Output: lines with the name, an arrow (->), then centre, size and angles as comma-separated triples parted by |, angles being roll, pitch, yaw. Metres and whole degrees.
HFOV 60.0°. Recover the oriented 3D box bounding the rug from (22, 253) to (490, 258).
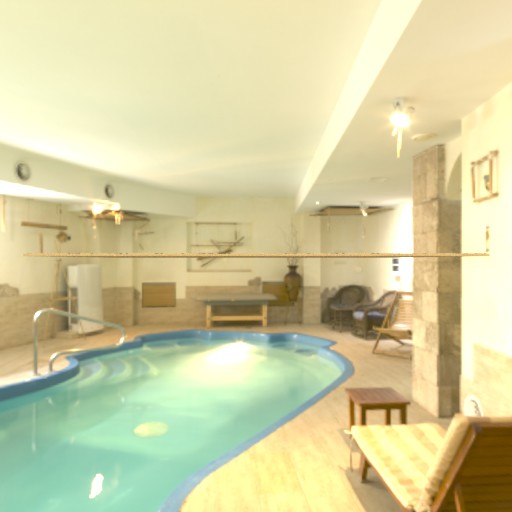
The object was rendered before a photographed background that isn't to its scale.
rug -> 0.000, 0.000, 3.507 | 2.746, 0.018, 1.819 | 0, -1, 0
